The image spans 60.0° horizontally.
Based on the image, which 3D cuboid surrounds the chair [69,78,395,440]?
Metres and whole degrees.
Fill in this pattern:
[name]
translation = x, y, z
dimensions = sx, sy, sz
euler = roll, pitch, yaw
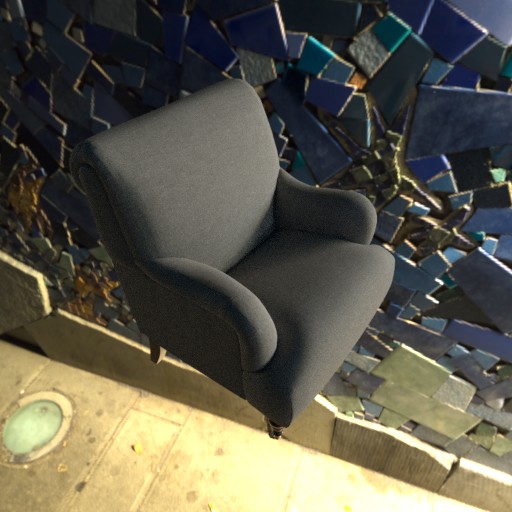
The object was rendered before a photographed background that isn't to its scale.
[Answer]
[chair]
translation = 0.000, 0.000, 1.566
dimensions = 0.843, 0.942, 0.766
euler = 25, 46, 27
